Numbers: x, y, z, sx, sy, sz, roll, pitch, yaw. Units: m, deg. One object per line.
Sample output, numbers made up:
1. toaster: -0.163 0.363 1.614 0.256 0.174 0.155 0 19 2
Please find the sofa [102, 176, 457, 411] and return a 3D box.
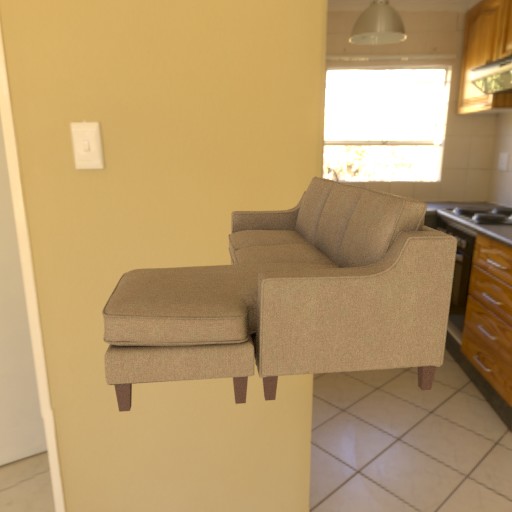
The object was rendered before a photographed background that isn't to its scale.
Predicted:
1. sofa: 0.000 0.000 3.342 1.858 1.081 2.317 -2 14 -7
